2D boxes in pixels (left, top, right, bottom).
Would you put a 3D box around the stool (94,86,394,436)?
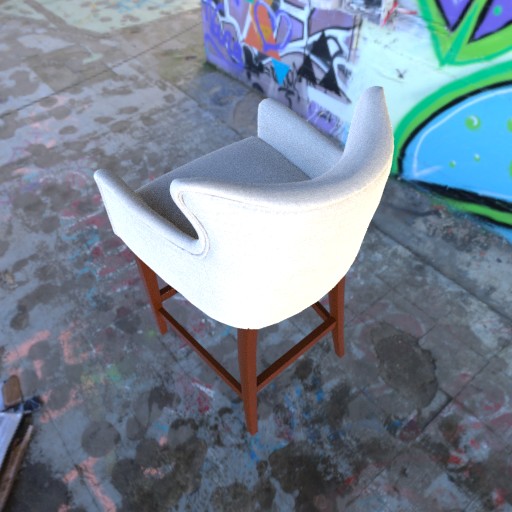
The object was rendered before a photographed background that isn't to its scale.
[{"bbox_3d":[0.000,0.000,1.345,0.615,0.987,0.637,-32,55,-25],"label":"stool"}]
